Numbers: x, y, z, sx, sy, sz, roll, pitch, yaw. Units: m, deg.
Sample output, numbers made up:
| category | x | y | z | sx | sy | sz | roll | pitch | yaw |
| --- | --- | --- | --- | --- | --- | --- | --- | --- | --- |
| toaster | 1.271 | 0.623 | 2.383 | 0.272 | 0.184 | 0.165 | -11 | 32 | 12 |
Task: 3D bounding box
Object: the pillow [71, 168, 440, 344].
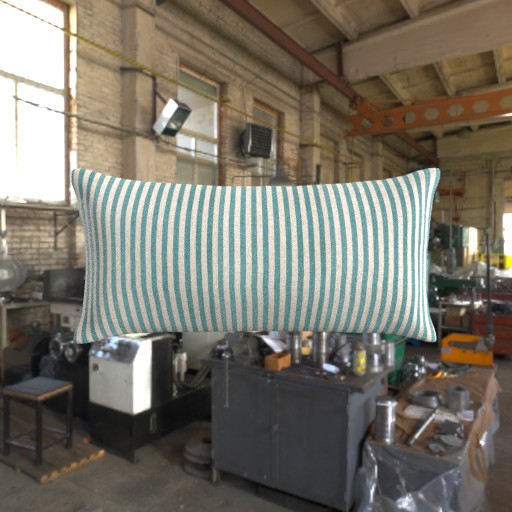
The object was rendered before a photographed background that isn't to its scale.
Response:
| category | x | y | z | sx | sy | sz | roll | pitch | yaw |
| --- | --- | --- | --- | --- | --- | --- | --- | --- | --- |
| pillow | 0.000 | 0.000 | 0.744 | 0.617 | 0.295 | 0.151 | 0 | 1 | 0 |
